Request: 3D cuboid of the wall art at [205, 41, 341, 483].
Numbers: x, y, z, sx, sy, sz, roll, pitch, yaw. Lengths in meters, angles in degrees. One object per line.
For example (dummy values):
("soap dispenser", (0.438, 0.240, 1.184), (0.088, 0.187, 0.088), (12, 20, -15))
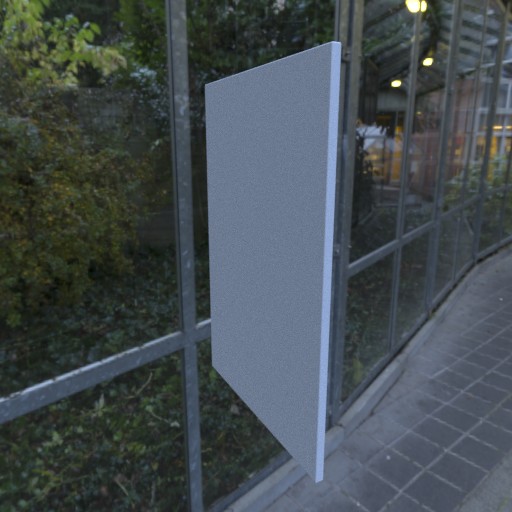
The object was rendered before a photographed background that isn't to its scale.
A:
("wall art", (0.000, 0.000, 0.612), (0.011, 0.482, 0.329), (-7, 15, -26))
